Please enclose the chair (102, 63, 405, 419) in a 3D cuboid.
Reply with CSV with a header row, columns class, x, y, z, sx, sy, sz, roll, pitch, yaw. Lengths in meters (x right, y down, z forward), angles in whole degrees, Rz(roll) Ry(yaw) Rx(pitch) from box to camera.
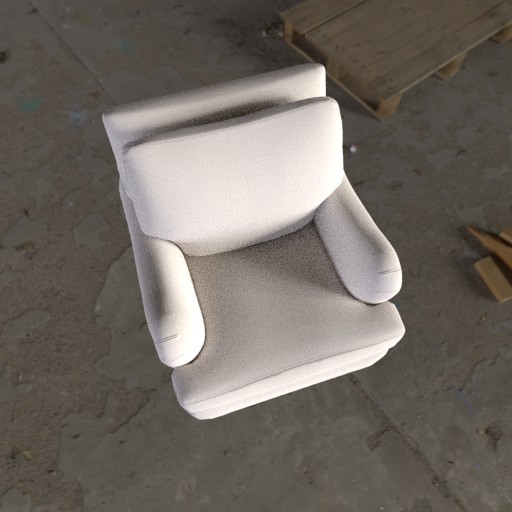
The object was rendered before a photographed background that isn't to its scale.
class,x,y,z,sx,sy,sz,roll,pitch,yaw
chair,0.000,0.000,1.882,0.955,1.038,1.070,-16,64,-8
